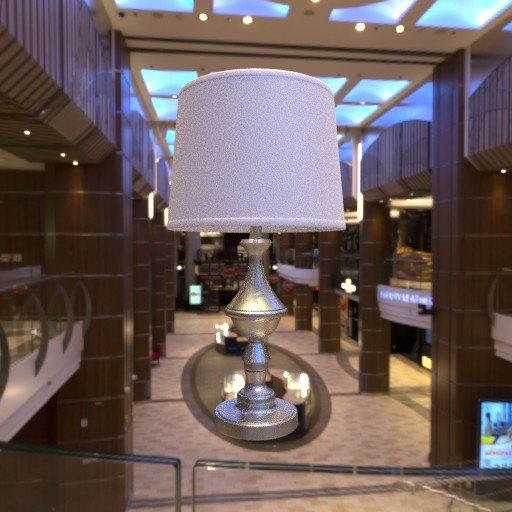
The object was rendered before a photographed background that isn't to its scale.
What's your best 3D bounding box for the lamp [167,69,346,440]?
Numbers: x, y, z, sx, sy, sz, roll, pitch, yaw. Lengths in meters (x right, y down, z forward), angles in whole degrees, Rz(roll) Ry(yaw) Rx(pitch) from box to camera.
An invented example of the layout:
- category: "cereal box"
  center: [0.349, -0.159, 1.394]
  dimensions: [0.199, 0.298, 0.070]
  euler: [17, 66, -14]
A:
- category: "lamp"
  center: [0.000, 0.000, 0.969]
  dimensions: [0.383, 0.733, 0.383]
  euler: [0, 1, 0]
